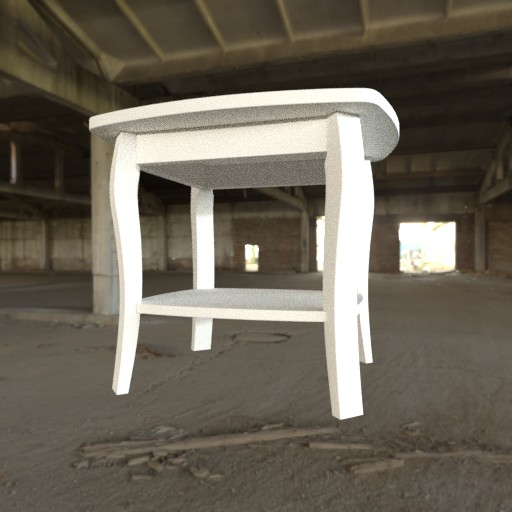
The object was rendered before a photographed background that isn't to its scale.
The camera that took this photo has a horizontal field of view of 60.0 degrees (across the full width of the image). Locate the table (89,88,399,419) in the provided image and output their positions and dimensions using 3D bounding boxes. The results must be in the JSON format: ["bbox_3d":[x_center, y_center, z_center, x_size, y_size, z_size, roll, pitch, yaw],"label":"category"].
[{"bbox_3d":[0.000,0.000,0.820,0.502,0.438,0.451,0,1,17],"label":"table"}]
